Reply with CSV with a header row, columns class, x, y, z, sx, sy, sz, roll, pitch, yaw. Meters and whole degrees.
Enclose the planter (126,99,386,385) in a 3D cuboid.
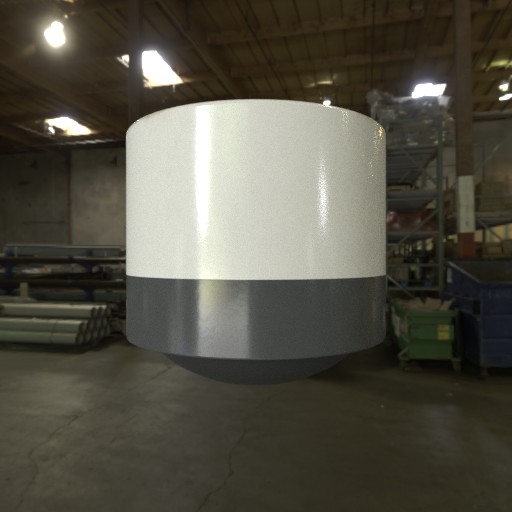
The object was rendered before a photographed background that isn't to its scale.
class,x,y,z,sx,sy,sz,roll,pitch,yaw
planter,0.000,0.000,0.344,0.193,0.177,0.193,0,0,0
